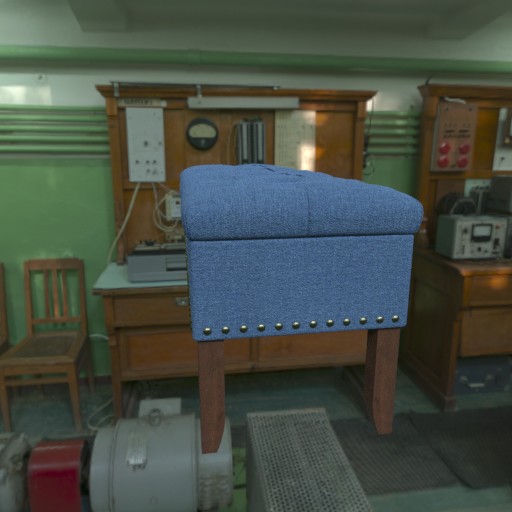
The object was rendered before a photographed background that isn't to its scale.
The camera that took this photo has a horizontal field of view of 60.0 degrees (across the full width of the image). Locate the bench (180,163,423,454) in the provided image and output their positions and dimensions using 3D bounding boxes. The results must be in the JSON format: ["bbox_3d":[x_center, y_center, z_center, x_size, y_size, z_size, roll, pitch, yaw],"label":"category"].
[{"bbox_3d":[0.000,0.000,1.272,0.417,0.492,1.052,-2,14,-9],"label":"bench"}]
